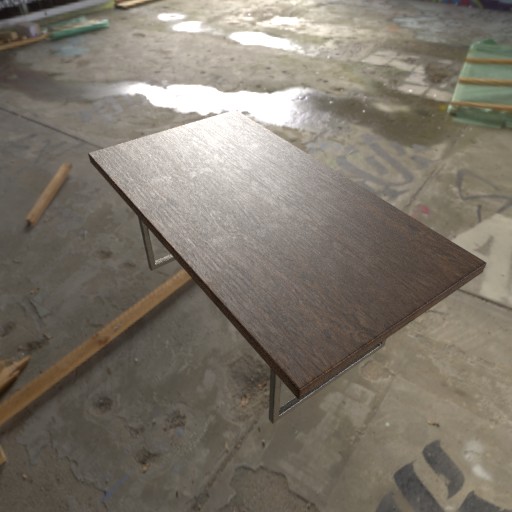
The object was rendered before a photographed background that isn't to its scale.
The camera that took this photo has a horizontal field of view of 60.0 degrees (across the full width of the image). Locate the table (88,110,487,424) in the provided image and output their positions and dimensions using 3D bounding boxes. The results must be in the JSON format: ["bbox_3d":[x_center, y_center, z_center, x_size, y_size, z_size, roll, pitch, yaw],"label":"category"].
[{"bbox_3d":[0.000,0.000,2.582,1.078,0.795,1.989,-26,48,-26],"label":"table"}]
